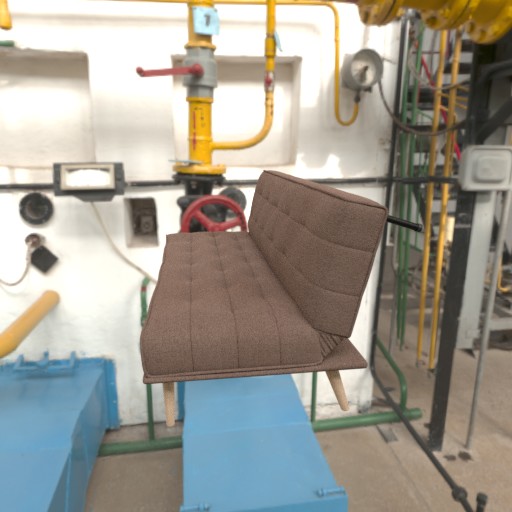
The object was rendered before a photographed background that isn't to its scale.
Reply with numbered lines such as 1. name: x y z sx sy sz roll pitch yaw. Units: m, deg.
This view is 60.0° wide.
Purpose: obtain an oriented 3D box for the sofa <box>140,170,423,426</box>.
1. sofa: 0.000 0.000 2.351 1.038 0.810 1.820 -2 14 -8
